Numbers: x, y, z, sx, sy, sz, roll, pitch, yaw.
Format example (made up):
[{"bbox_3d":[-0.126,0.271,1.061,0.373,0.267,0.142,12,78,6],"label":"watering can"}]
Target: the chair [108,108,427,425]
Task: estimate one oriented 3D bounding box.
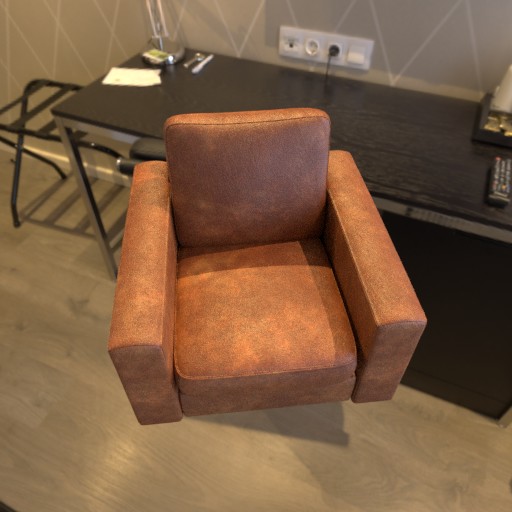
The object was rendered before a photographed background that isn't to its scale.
[{"bbox_3d":[0.000,0.000,1.766,1.005,0.873,1.016,-4,46,-4],"label":"chair"}]
